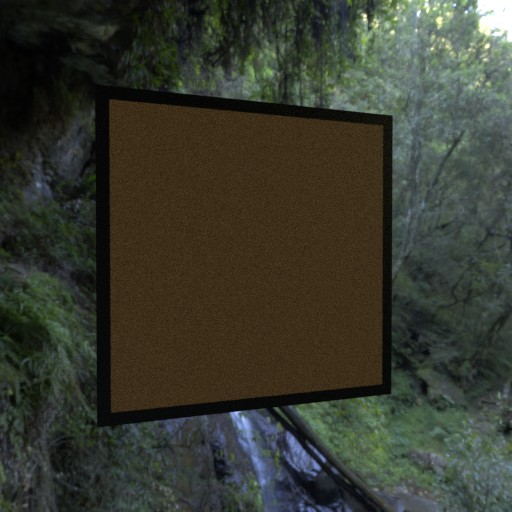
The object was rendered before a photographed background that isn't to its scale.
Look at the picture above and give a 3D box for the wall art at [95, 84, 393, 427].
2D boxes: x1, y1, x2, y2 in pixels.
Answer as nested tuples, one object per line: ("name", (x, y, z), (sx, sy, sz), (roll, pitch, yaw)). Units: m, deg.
("wall art", (0.000, 0.000, 0.750), (0.508, 0.508, 0.038), (0, 1, -17))
